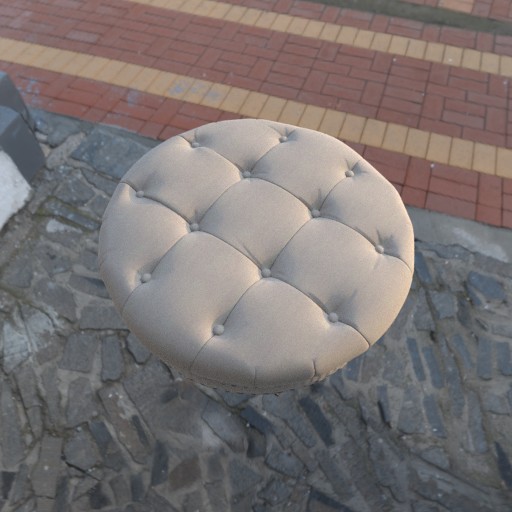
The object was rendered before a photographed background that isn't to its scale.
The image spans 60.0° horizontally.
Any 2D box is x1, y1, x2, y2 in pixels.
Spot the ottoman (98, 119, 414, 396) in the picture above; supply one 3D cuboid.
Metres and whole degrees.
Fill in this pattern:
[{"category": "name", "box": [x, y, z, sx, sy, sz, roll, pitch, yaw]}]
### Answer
[{"category": "ottoman", "box": [0.000, 0.000, 1.400, 0.901, 0.439, 0.901, 0, 58, 0]}]
